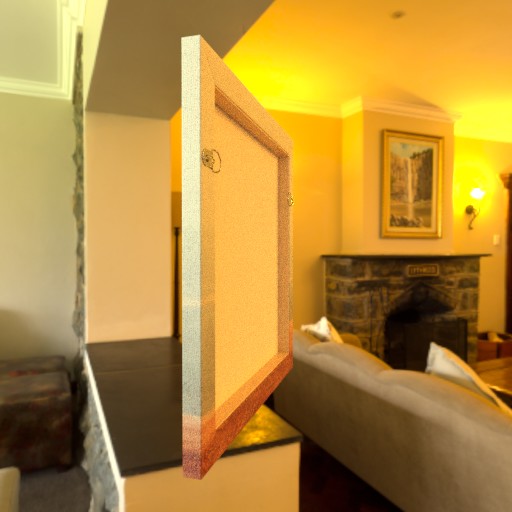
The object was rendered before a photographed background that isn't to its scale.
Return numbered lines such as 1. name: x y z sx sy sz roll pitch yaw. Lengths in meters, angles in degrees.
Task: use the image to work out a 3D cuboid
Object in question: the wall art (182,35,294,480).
1. wall art: 0.000 0.000 0.895 0.034 0.605 0.605 0 1 17
